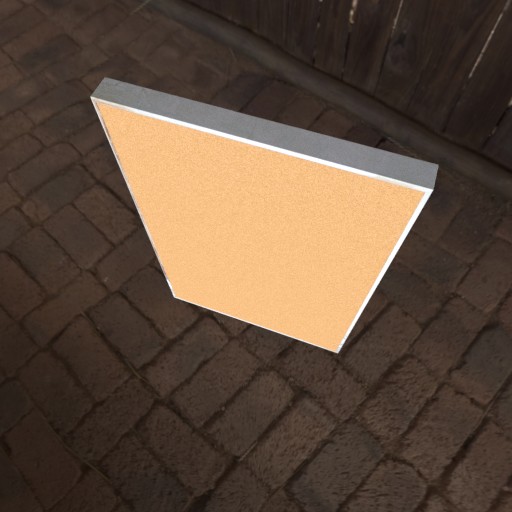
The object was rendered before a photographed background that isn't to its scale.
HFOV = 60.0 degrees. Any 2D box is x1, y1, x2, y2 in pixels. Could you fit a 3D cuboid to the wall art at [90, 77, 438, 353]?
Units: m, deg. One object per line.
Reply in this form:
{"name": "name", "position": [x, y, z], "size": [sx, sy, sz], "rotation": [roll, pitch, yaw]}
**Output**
{"name": "wall art", "position": [0.000, 0.000, 0.767], "size": [0.403, 0.607, 0.036], "rotation": [18, 63, 9]}
